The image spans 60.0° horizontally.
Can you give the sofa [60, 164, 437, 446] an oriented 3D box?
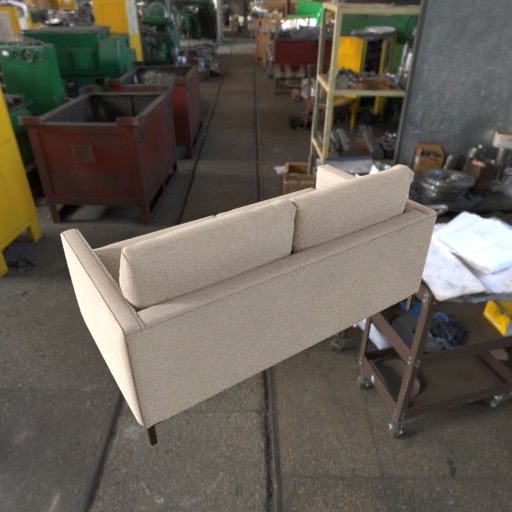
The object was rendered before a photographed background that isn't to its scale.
[{"bbox_3d":[0.000,0.000,2.267,1.682,0.840,0.875,-19,36,-28],"label":"sofa"}]
